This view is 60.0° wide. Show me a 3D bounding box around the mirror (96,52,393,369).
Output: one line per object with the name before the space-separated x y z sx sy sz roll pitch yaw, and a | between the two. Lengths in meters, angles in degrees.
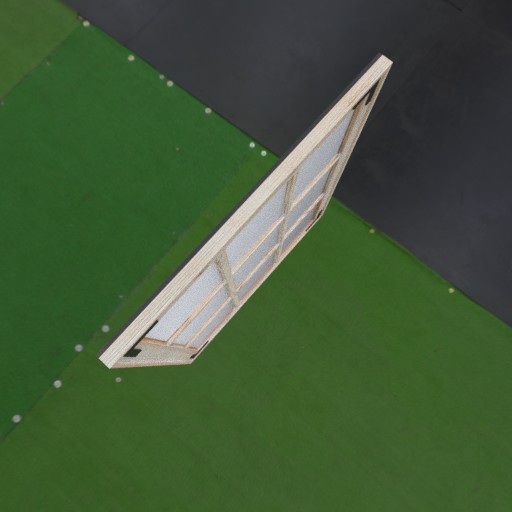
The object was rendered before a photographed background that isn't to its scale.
mirror | 0.000 0.000 1.187 0.032 0.882 0.730 41 80 9
